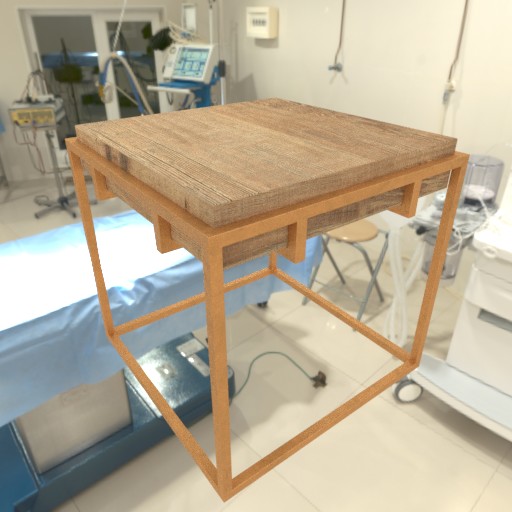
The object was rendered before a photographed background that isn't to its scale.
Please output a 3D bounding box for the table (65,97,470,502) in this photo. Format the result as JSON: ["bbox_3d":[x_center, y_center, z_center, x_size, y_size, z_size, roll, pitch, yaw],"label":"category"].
[{"bbox_3d":[0.000,0.000,1.048,0.599,0.584,0.599,-20,35,-32],"label":"table"}]
